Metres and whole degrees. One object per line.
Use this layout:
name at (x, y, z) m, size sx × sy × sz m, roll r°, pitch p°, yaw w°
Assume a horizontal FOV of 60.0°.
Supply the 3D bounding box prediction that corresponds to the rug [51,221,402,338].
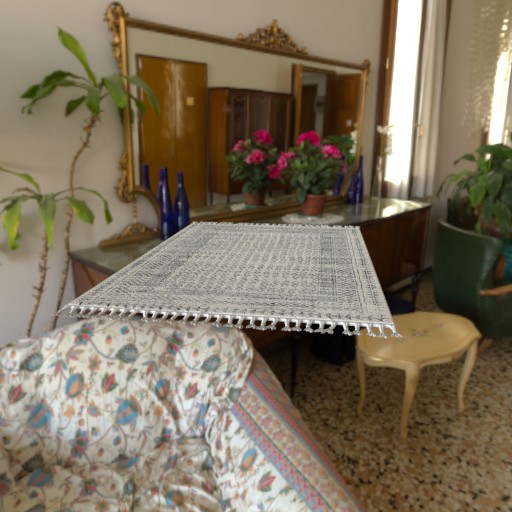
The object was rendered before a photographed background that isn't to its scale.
rug at (0.000, 0.000, 2.403) m, size 1.243 × 0.013 × 1.872 m, roll 2°, pitch 15°, yaw 8°
